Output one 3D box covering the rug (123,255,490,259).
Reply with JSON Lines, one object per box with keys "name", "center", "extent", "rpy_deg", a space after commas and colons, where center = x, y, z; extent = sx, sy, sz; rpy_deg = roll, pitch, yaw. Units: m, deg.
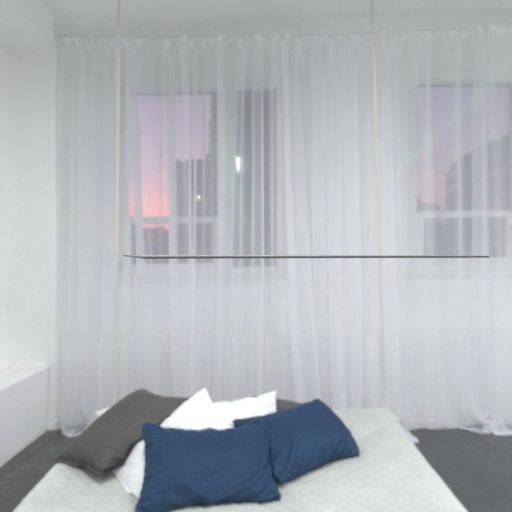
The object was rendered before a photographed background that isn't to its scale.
{"name": "rug", "center": [0.000, 0.000, 4.316], "extent": [2.393, 0.013, 3.307], "rpy_deg": [0, 0, -19]}
